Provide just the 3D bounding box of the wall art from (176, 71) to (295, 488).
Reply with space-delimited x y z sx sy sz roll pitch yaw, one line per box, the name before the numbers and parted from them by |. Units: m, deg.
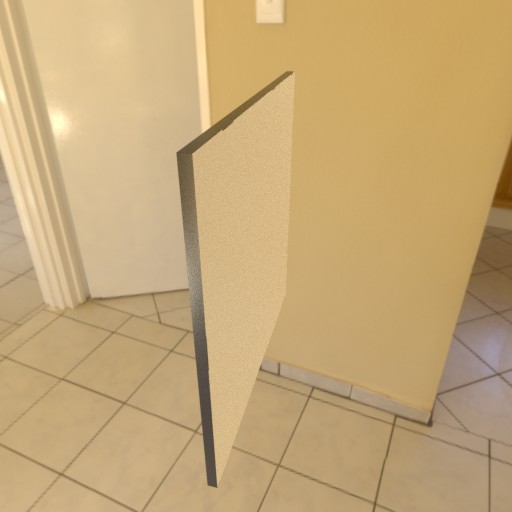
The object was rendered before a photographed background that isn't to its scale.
wall art | 0.000 0.000 0.650 0.014 0.445 0.446 8 31 13
